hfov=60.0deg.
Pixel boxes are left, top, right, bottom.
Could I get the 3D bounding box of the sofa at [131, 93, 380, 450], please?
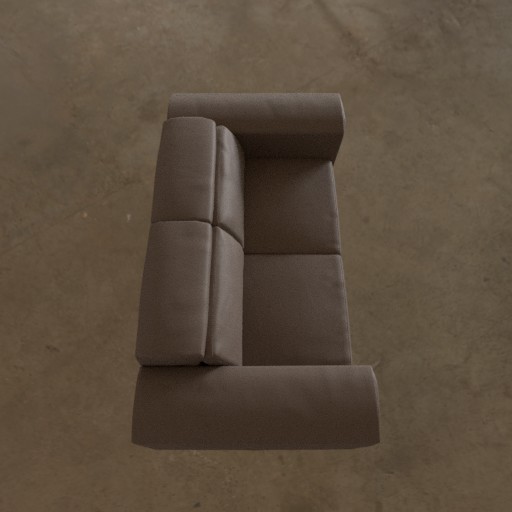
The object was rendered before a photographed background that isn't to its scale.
[{"bbox_3d":[0.000,0.000,2.350,1.003,0.779,1.895,0,63,0],"label":"sofa"}]
